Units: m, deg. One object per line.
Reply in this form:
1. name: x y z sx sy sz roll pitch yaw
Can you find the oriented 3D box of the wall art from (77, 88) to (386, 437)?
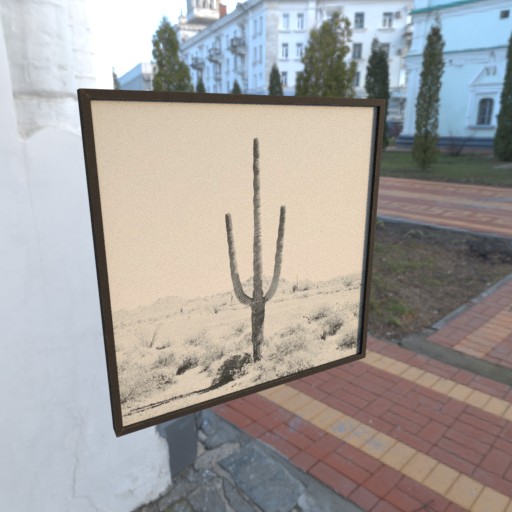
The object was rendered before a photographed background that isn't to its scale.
1. wall art: 0.000 0.000 1.116 0.762 0.762 0.038 -9 19 -28
